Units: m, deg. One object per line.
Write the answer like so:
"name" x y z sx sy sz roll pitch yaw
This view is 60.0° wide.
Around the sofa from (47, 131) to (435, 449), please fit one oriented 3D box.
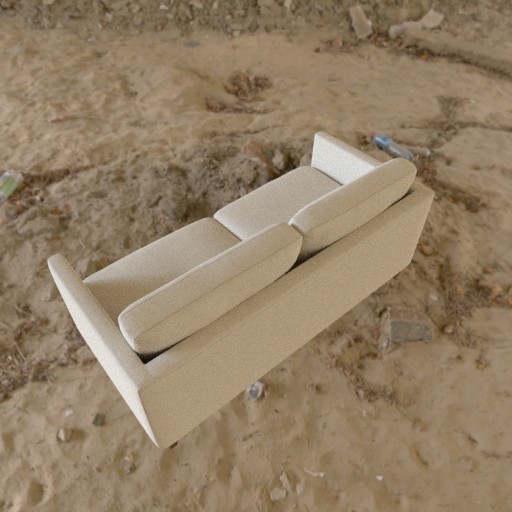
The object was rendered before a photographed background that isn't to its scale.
"sofa" 0.000 0.000 2.567 1.981 0.889 0.965 -31 53 -27
